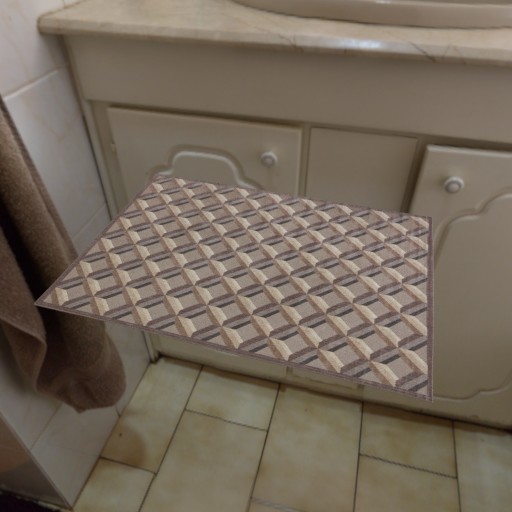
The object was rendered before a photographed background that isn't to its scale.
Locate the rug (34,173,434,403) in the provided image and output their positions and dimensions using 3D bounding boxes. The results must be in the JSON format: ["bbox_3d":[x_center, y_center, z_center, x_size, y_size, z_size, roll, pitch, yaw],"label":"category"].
[{"bbox_3d":[0.000,0.000,2.949,2.260,0.013,1.600,11,41,13],"label":"rug"}]
